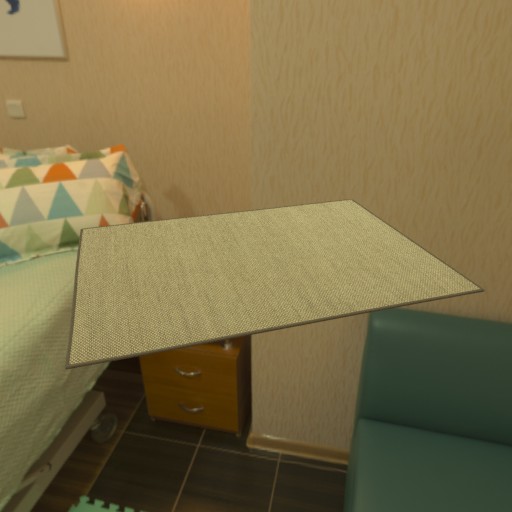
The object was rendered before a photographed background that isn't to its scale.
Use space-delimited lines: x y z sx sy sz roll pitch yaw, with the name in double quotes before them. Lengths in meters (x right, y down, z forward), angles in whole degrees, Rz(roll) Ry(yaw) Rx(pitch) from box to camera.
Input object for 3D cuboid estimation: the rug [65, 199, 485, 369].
"rug" 0.000 0.000 2.762 2.133 0.012 1.523 -8 28 -15
